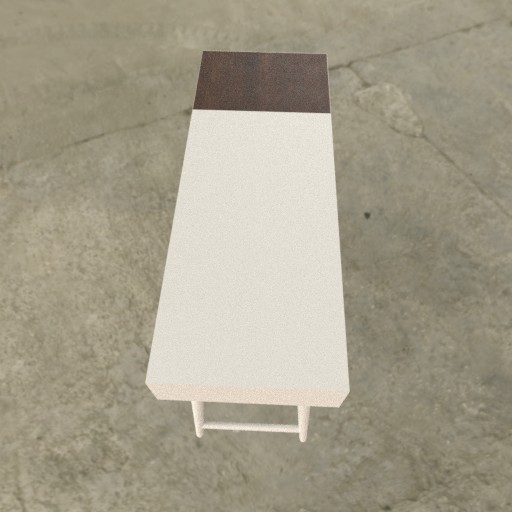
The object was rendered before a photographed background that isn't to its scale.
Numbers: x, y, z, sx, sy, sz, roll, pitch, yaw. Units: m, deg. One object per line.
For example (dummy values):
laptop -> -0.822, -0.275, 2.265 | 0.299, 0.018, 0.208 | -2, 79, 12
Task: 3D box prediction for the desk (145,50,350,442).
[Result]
desk -> 0.000, 0.000, 1.465 | 0.409, 0.761, 1.069 | 2, 58, 1
